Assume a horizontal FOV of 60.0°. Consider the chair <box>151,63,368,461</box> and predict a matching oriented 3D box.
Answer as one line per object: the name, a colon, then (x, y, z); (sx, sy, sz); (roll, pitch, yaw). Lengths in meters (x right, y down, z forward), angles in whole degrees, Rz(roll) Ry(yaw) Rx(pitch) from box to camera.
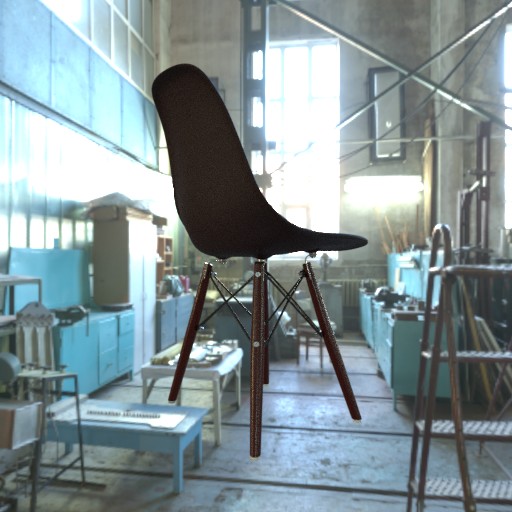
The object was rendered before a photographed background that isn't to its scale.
chair: (0.000, 0.000, 1.155); (0.533, 0.826, 0.470); (0, 0, -36)
